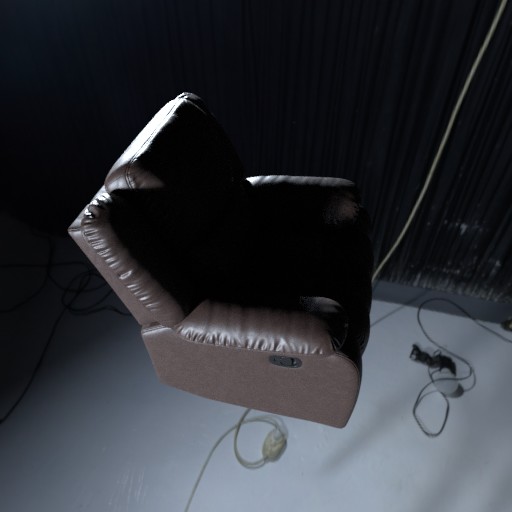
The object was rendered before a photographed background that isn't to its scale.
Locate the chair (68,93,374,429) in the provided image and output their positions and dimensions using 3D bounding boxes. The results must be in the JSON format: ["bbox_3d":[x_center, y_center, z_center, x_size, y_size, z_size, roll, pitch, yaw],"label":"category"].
[{"bbox_3d":[0.000,0.000,1.712,0.934,1.009,0.899,9,45,9],"label":"chair"}]
